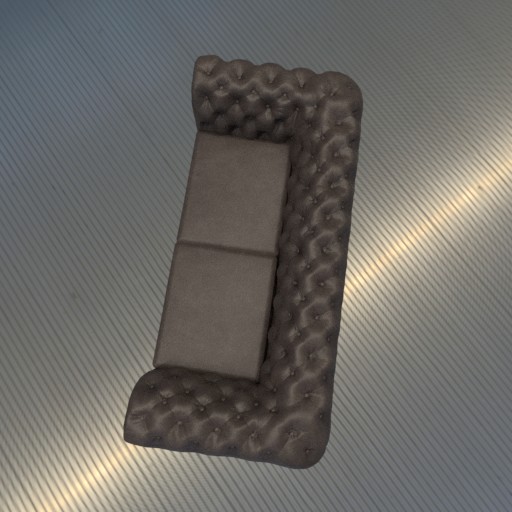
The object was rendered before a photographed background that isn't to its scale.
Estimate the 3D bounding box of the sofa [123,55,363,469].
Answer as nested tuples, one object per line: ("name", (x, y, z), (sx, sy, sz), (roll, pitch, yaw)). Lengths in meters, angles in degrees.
("sofa", (0.000, 0.000, 2.502), (0.944, 0.779, 2.048), (8, 78, 2))
